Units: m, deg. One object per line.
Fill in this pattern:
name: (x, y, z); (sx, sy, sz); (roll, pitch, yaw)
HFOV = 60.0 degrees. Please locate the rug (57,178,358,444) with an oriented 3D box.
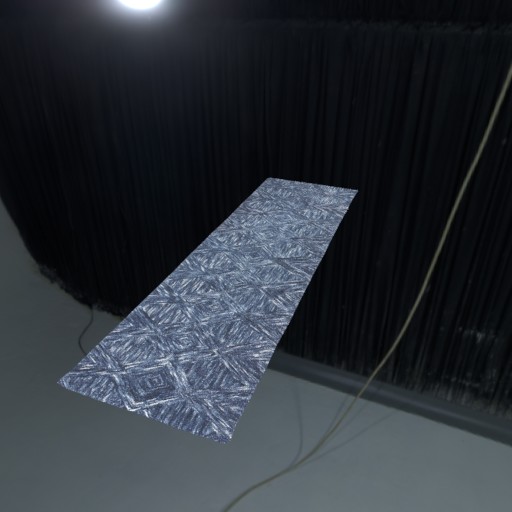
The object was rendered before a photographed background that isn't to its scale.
rug: (0.000, 0.000, 2.478); (0.719, 0.013, 2.306); (12, 33, 18)
